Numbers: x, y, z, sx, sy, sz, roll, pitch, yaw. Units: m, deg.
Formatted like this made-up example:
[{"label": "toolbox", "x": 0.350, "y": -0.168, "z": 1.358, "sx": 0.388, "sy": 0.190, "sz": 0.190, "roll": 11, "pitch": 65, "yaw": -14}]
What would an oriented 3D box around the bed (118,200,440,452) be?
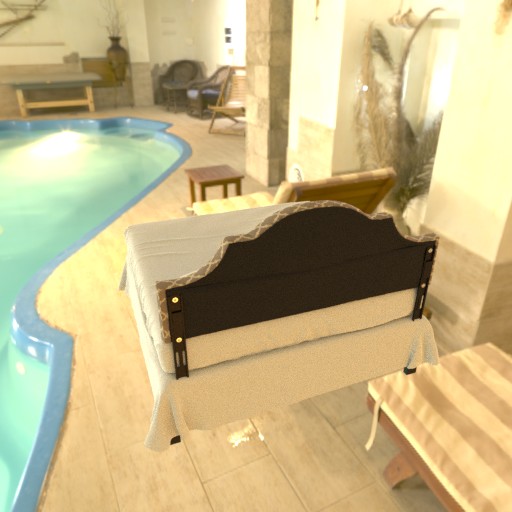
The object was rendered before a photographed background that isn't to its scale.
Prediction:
[{"label": "bed", "x": 0.000, "y": 0.000, "z": 3.771, "sx": 2.314, "sy": 1.601, "sz": 2.222, "roll": -10, "pitch": 29, "yaw": -18}]
